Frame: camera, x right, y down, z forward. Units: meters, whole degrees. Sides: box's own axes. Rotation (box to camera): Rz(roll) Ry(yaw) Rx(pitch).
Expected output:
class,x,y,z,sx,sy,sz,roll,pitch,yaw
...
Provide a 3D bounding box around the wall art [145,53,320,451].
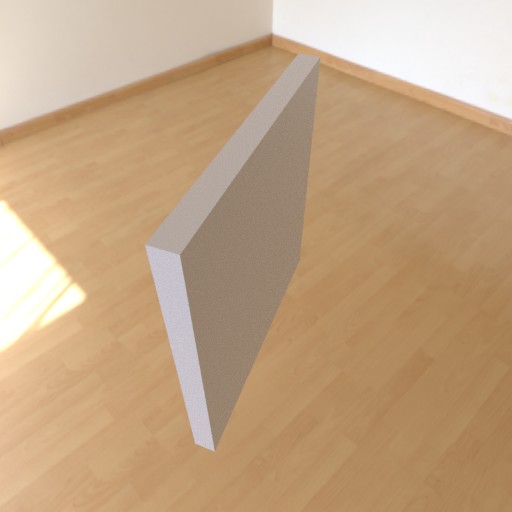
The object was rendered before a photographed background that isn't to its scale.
class,x,y,z,sx,sy,sz,roll,pitch,yaw
wall art,0.000,0.000,0.547,0.027,0.355,0.355,16,48,15
